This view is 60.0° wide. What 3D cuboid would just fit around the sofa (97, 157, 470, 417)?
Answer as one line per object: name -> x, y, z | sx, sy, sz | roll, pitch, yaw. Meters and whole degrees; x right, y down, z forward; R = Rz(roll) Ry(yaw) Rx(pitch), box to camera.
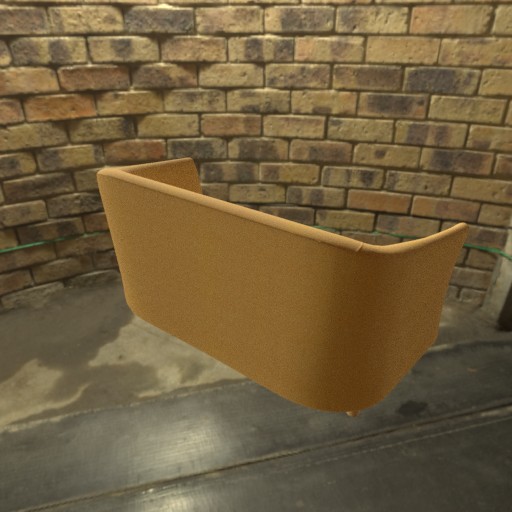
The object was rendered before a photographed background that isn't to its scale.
sofa -> 0.000, 0.000, 1.868 | 1.452, 0.721, 0.705 | 20, 34, 32
